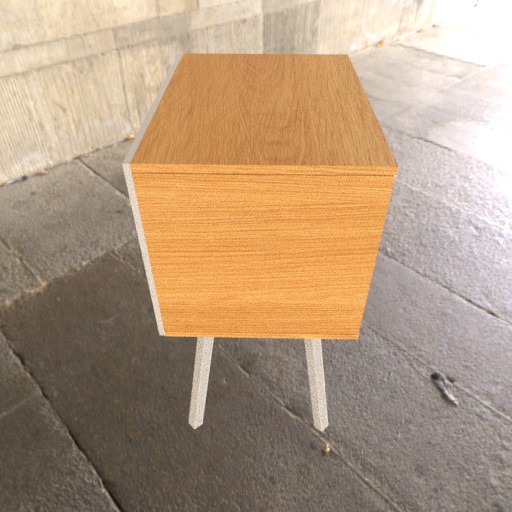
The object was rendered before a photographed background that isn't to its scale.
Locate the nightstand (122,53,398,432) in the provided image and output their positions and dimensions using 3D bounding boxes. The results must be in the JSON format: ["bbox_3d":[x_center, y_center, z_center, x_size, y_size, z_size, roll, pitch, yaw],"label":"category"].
[{"bbox_3d":[0.000,0.000,0.828,0.316,0.601,0.400,1,40,1],"label":"nightstand"}]
